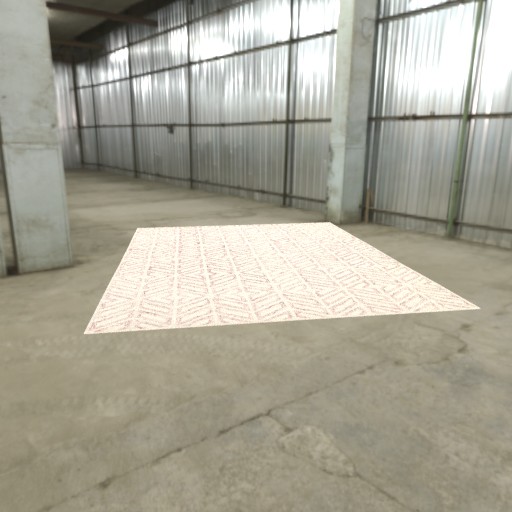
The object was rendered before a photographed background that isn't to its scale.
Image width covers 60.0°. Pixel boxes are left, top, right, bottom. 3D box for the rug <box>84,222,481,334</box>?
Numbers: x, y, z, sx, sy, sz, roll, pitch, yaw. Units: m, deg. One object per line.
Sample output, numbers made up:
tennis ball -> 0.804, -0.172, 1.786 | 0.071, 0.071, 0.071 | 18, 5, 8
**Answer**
rug -> 0.000, 0.000, 4.095 | 2.421, 0.008, 3.045 | -2, 15, -9
